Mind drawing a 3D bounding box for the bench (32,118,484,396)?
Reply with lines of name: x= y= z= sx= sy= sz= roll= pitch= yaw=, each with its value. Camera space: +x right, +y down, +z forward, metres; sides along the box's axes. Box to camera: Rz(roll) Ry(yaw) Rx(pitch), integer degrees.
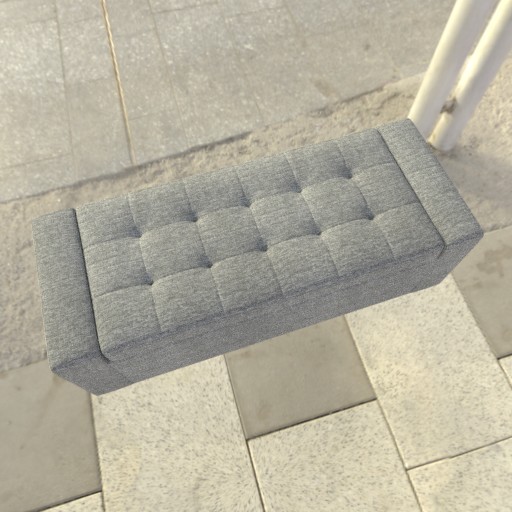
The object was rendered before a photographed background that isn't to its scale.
bench: x=0.000 y=0.000 z=1.525 sx=1.296 sy=0.445 sz=0.508 roll=-17 pitch=65 yaw=-8
